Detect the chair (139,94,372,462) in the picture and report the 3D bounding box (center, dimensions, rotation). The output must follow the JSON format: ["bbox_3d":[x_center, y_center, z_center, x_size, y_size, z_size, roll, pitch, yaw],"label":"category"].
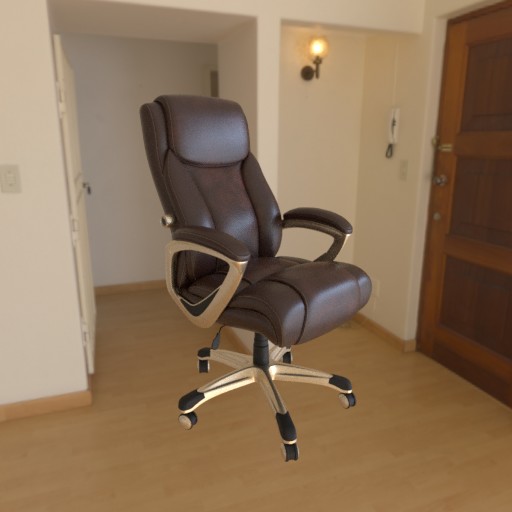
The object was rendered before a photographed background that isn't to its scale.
[{"bbox_3d":[0.000,0.000,1.676,0.749,1.194,0.692,14,20,42],"label":"chair"}]
